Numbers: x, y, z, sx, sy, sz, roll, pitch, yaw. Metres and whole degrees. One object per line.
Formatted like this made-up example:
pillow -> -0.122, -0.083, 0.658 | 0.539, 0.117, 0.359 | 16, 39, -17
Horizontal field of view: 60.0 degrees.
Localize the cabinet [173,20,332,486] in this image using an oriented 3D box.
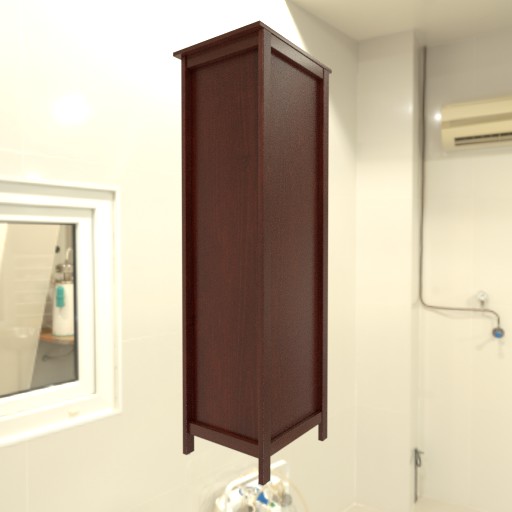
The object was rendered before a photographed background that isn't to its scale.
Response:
cabinet -> 0.000, 0.000, 1.748 | 0.401, 1.518, 0.500 | 1, 2, 37
